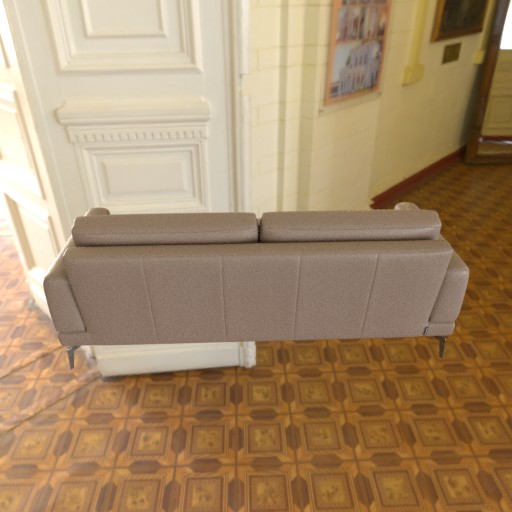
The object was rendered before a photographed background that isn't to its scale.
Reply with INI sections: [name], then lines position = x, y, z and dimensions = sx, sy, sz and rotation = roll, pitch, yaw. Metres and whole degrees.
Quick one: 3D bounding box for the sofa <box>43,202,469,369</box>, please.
[sofa]
position = 0.000, 0.000, 2.392
dimensions = 1.940, 0.765, 0.974
rotation = -1, 31, -2
